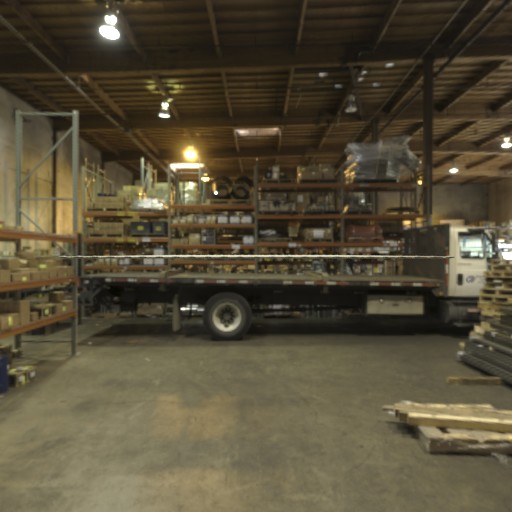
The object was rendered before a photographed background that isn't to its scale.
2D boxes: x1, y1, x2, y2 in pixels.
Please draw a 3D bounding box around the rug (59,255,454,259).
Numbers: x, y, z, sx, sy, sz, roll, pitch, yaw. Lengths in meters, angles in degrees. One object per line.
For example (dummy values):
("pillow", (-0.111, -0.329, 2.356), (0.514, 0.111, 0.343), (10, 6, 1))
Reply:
("rug", (0.000, 0.000, 2.914), (1.539, 0.011, 2.410), (0, 0, 0))
